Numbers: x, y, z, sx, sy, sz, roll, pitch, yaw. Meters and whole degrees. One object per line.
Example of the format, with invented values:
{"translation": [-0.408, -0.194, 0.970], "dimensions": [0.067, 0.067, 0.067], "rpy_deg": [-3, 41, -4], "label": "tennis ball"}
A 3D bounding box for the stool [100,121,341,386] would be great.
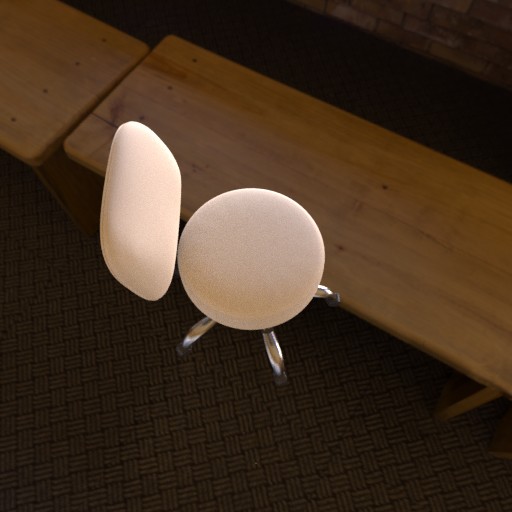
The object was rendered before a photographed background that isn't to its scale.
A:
{"translation": [0.000, 0.000, 1.270], "dimensions": [0.616, 0.810, 0.609], "rpy_deg": [0, 65, 0], "label": "stool"}
